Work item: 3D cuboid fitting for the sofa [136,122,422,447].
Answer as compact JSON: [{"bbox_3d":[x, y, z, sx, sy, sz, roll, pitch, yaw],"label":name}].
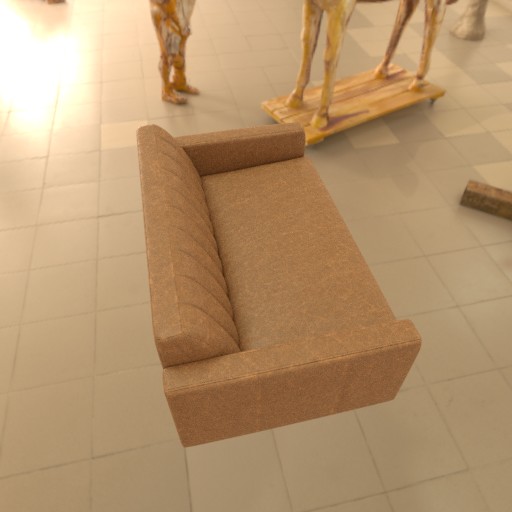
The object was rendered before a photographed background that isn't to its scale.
[{"bbox_3d":[0.000,0.000,2.184,0.960,0.820,1.549,-10,48,-9],"label":"sofa"}]
